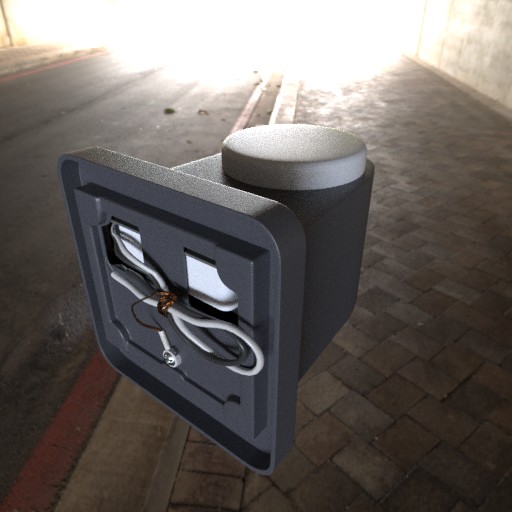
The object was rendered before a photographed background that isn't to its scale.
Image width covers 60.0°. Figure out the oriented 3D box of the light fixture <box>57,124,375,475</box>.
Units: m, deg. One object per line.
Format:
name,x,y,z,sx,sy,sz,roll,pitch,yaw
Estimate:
light fixture,0.000,0.000,0.207,0.109,0.109,0.132,22,37,32
